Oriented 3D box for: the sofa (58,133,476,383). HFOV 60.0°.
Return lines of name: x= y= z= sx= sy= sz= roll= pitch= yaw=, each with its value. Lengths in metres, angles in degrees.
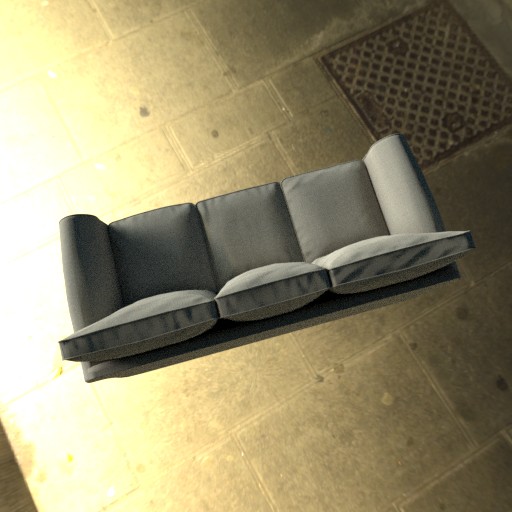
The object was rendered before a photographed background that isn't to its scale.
sofa: x=0.000 y=0.000 z=2.581 sx=2.084 sy=0.961 sz=0.916 roll=-15 pitch=76 yaw=-4
